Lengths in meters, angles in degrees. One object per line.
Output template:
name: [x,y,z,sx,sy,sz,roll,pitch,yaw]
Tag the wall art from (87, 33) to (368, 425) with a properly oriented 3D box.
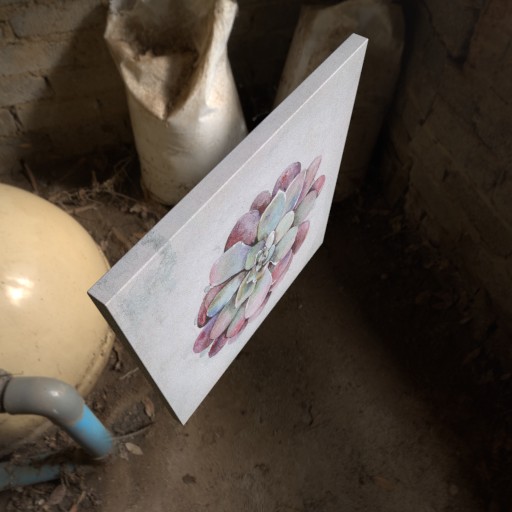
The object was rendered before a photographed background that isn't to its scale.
wall art: [0.000,0.000,1.092,0.041,0.762,0.762,31,63,18]
